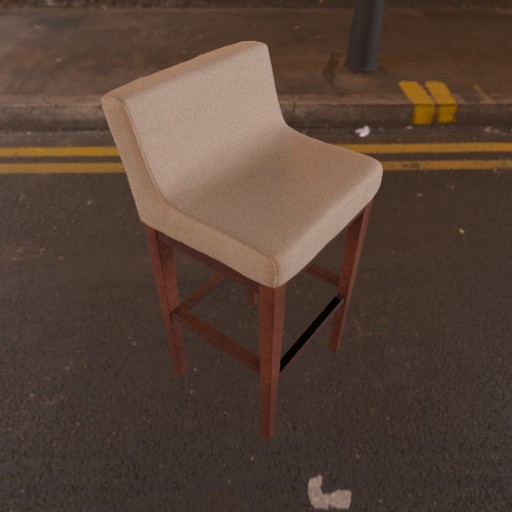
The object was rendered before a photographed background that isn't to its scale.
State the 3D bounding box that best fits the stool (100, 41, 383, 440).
[{"bbox_3d":[0.000,0.000,1.322,0.500,1.037,0.511,27,48,27],"label":"stool"}]
